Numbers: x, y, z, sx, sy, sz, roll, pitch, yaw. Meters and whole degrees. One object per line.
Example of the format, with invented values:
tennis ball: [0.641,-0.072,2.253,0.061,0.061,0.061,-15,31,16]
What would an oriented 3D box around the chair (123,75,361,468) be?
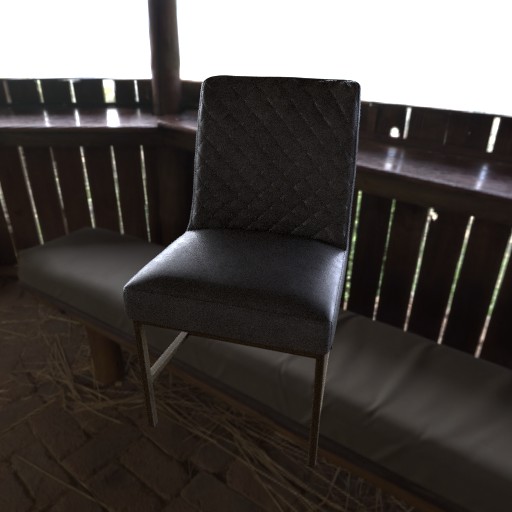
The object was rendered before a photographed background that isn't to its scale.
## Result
chair: [0.000,0.000,1.234,0.508,0.889,0.587,8,28,15]
